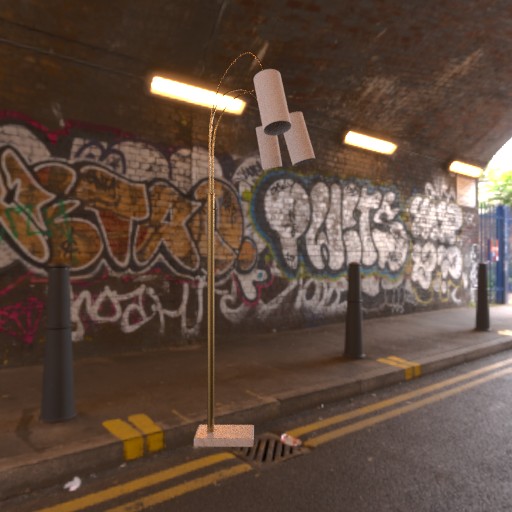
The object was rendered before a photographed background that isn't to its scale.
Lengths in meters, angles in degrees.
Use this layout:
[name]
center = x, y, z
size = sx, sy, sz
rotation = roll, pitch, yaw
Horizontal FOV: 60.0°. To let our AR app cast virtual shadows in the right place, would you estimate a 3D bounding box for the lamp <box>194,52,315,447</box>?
[lamp]
center = 0.000, 0.000, 2.504
size = 0.667, 2.055, 1.020
rotation = 0, 0, 1
